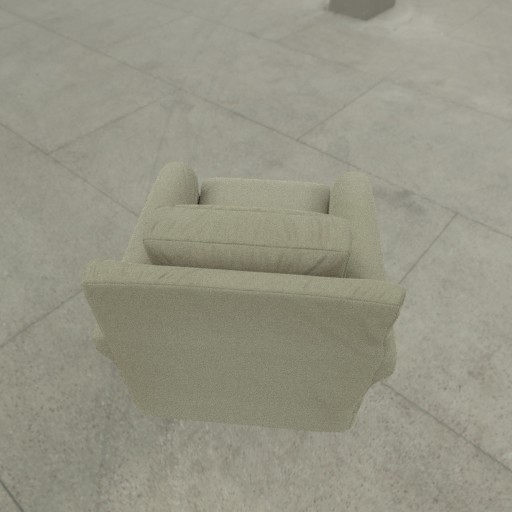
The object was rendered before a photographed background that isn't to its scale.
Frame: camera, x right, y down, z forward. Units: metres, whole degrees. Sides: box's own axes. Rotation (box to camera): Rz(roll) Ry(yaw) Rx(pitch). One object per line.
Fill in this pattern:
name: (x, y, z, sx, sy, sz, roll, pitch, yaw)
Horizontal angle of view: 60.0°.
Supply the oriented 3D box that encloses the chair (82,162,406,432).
chair: (0.000, 0.000, 1.726, 0.940, 0.866, 1.066, 4, 47, 4)
